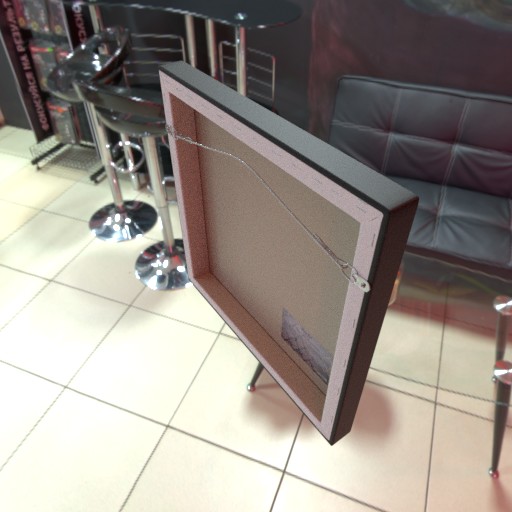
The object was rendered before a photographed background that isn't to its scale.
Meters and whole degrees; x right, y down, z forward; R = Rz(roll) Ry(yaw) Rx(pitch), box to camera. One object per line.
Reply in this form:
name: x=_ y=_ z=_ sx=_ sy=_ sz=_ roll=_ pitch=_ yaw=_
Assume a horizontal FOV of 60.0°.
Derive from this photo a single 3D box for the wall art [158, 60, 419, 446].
wall art: x=0.000 y=0.000 z=0.612 sx=0.041 sy=0.407 sz=0.406 roll=-26 pitch=48 yaw=-26
